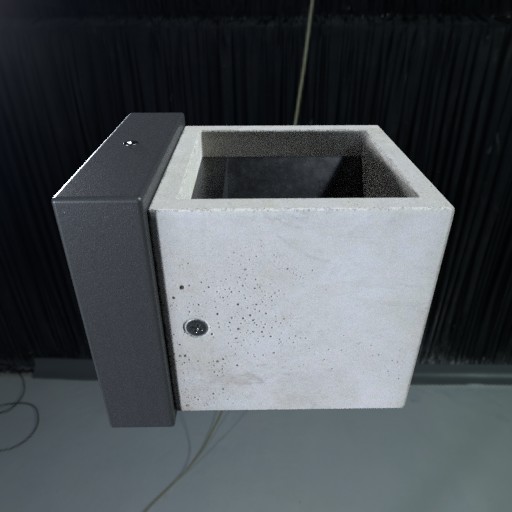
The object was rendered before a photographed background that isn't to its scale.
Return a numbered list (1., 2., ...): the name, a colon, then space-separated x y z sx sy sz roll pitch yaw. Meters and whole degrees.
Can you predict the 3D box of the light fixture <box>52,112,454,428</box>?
1. light fixture: 0.000 0.000 0.235 0.143 0.121 0.121 0 31 -1
